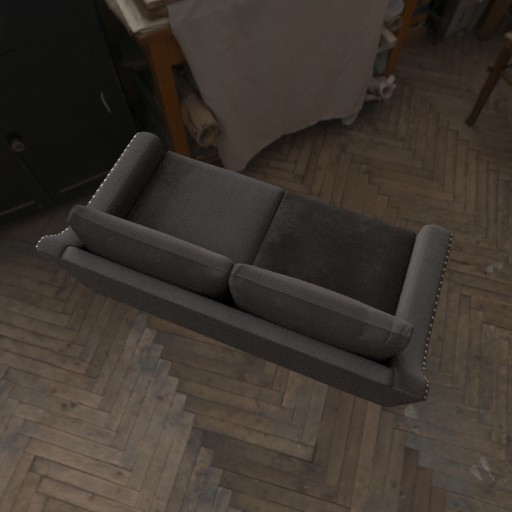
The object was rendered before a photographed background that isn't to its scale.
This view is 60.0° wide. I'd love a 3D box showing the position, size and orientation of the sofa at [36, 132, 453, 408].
[{"bbox_3d":[0.000,0.000,3.268,2.550,1.196,1.336,20,65,10],"label":"sofa"}]
